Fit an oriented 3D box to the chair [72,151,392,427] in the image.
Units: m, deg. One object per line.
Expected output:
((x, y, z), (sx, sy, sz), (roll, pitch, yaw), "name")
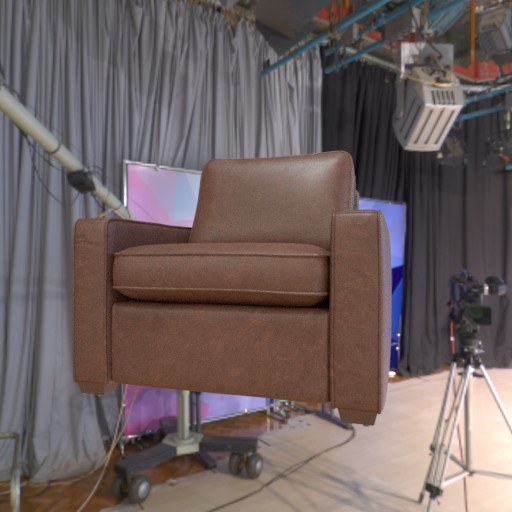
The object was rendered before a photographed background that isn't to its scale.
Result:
((0.000, 0.000, 1.742), (1.017, 0.919, 0.940), (0, 0, 18), "chair")
